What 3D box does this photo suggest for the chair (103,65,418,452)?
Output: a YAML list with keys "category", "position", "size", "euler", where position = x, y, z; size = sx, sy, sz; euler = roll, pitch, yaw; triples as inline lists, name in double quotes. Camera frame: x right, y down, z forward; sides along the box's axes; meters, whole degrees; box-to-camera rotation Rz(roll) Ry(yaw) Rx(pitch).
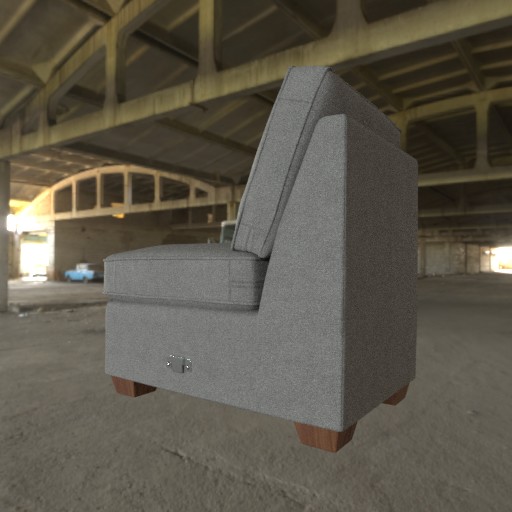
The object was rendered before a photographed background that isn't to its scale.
- category: "chair"
  position: [0.000, 0.000, 1.540]
  size: [0.938, 0.970, 0.621]
  euler: [0, -1, 36]
